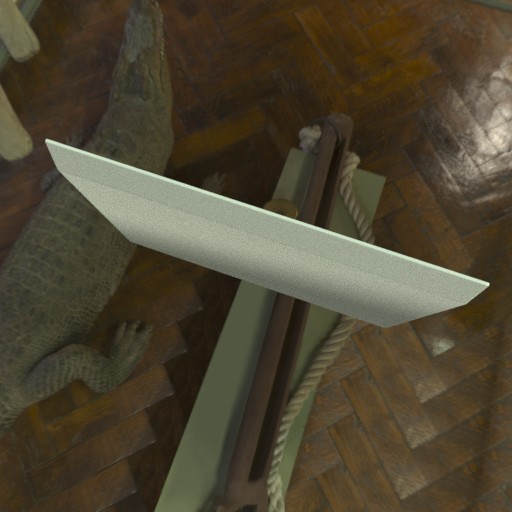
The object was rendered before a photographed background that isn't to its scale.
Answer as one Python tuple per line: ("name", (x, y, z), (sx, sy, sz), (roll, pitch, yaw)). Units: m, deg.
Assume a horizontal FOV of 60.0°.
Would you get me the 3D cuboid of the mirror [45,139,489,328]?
("mirror", (0.000, 0.000, 1.126), (0.870, 0.630, 0.030), (19, 77, 5))
